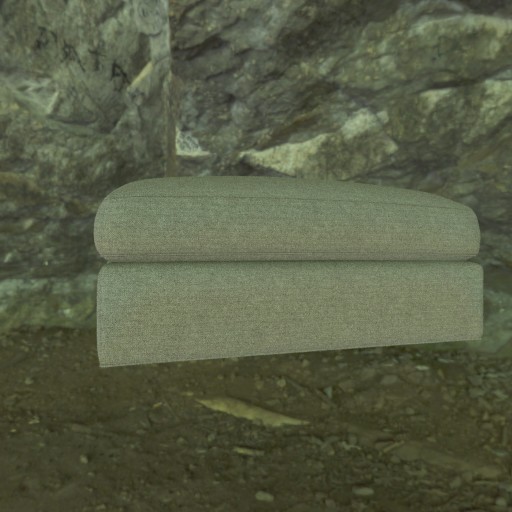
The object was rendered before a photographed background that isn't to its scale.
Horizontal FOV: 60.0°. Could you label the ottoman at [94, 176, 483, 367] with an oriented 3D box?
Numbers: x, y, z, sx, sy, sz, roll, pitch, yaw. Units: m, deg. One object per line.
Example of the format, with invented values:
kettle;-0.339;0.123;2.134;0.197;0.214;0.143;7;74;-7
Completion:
ottoman;0.000;0.000;1.567;1.041;0.470;1.041;0;0;-18
